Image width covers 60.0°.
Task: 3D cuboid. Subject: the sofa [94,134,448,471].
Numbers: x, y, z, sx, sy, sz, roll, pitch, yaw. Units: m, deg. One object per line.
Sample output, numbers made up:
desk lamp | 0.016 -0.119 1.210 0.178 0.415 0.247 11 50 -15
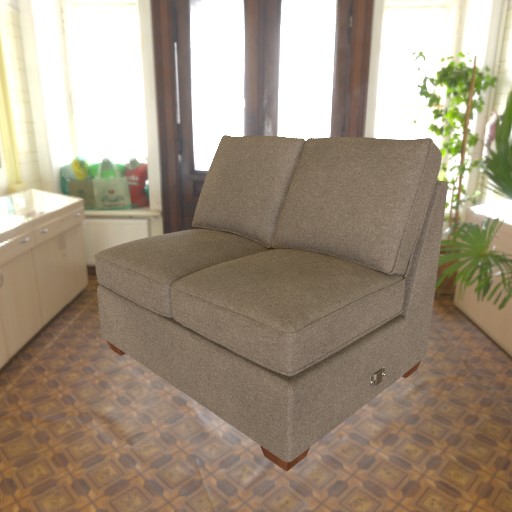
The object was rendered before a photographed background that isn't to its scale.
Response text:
sofa | 0.000 0.000 1.940 1.237 1.008 0.951 16 22 43
